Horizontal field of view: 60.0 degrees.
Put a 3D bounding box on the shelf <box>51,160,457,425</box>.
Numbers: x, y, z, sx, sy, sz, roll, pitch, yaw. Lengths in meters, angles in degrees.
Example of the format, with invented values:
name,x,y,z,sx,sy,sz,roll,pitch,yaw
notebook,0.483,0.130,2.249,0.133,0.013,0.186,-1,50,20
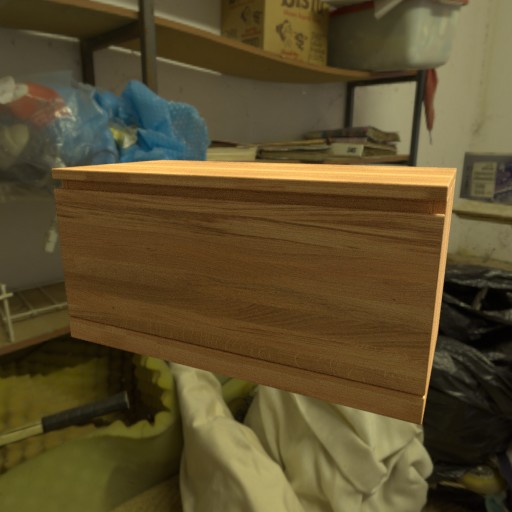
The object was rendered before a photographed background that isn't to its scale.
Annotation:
name,x,y,z,sx,sy,sz,roll,pitch,yaw
shelf,0.000,0.000,1.029,0.800,0.400,0.400,7,17,24
